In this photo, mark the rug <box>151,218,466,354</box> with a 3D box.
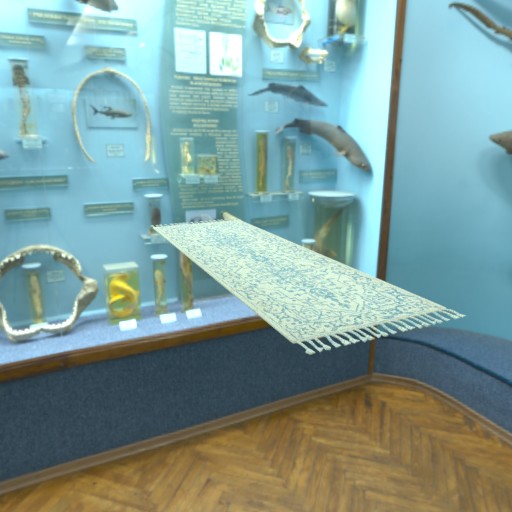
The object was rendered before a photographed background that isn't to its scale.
[{"bbox_3d":[0.000,0.000,2.733,0.774,0.011,2.449,-7,17,-24],"label":"rug"}]
